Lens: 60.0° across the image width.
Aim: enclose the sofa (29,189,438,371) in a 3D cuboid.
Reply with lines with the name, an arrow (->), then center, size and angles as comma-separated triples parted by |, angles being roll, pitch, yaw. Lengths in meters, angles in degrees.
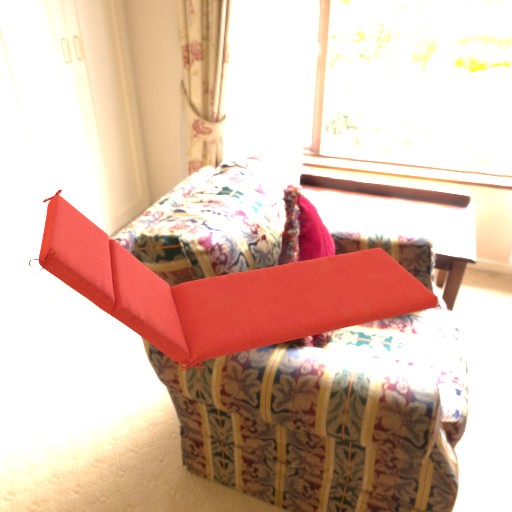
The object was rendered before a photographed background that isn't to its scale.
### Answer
sofa -> 0.000, 0.000, 1.954 | 1.663, 0.622, 0.582 | -10, 32, -16
